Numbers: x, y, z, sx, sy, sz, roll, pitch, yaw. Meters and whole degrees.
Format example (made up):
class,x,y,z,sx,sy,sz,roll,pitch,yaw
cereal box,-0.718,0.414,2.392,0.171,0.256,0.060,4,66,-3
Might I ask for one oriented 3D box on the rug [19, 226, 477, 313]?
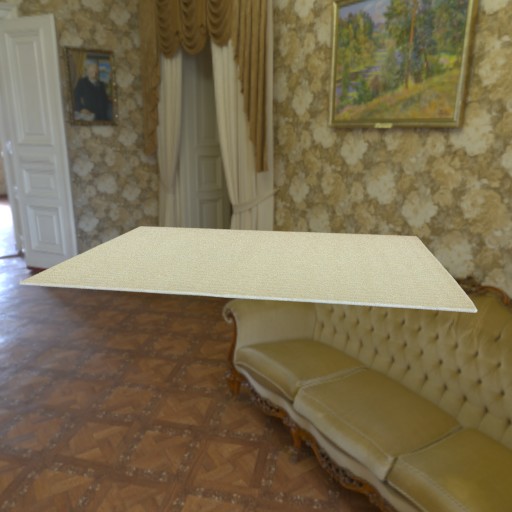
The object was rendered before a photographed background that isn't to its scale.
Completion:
class,x,y,z,sx,sy,sz,roll,pitch,yaw
rug,0.000,0.000,2.329,1.848,0.014,1.238,3,15,9
